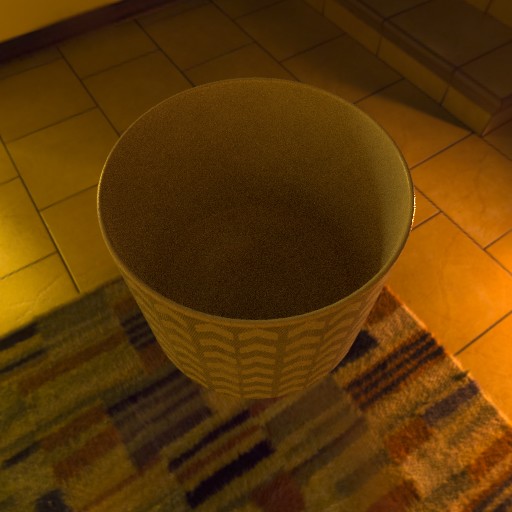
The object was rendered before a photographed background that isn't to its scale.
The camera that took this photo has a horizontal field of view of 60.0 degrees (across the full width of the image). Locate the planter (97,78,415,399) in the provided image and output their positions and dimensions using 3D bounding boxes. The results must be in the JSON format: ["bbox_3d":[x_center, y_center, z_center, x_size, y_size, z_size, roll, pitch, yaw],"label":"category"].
[{"bbox_3d":[0.000,0.000,0.455,0.250,0.239,0.250,0,59,0],"label":"planter"}]
